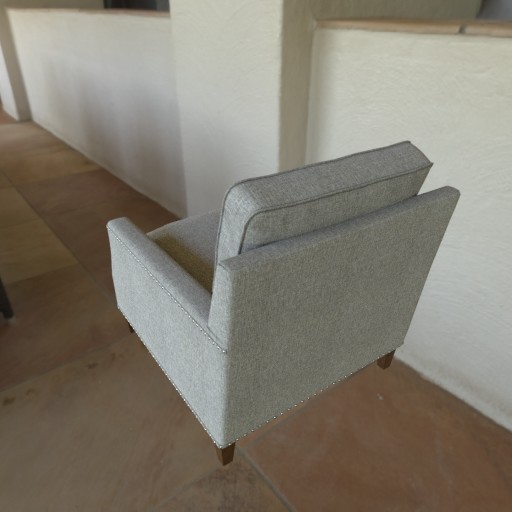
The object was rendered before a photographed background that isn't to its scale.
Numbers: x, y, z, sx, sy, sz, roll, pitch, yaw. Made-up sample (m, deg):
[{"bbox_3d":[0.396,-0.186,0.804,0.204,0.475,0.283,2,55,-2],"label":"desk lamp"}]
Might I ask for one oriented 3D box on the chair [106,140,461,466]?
[{"bbox_3d":[0.000,0.000,1.676,0.853,0.943,1.014,-19,35,-30],"label":"chair"}]
